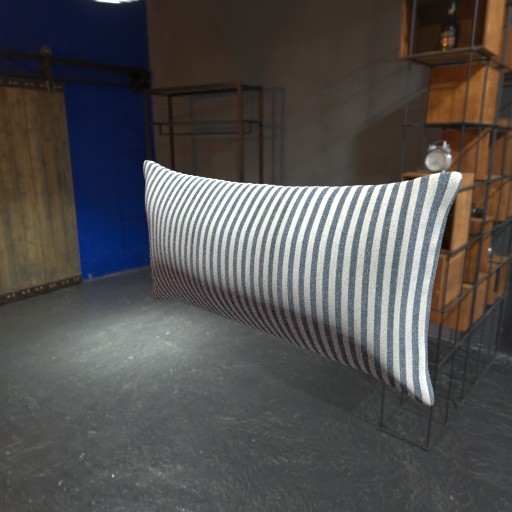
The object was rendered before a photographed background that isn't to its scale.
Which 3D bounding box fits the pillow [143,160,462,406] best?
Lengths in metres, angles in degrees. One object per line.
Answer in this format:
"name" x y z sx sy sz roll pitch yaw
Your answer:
"pillow" 0.000 0.000 0.726 0.617 0.295 0.151 13 19 41
